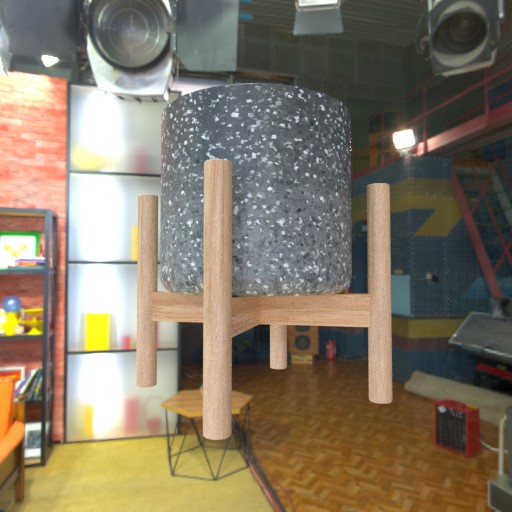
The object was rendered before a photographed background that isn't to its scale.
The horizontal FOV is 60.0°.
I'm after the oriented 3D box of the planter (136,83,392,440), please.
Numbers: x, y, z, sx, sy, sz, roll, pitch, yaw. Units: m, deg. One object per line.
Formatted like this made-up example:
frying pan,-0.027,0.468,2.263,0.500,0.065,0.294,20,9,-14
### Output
planter,0.000,0.000,0.526,0.284,0.320,0.284,-2,-3,36
